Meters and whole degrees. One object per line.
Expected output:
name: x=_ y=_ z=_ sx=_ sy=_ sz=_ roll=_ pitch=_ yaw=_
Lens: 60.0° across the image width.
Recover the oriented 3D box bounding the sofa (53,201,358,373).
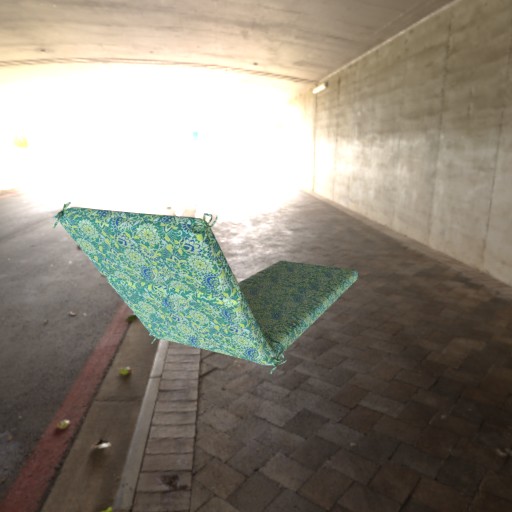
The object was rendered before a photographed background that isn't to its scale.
sofa: x=0.000 y=0.000 z=1.978 sx=0.582 sy=0.622 sz=1.663 roll=7 pitch=16 yaw=26
